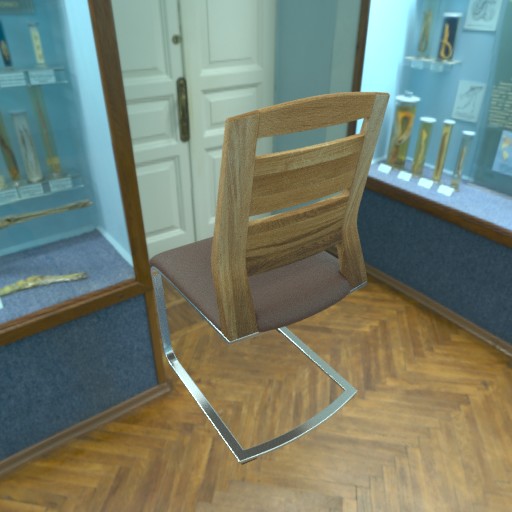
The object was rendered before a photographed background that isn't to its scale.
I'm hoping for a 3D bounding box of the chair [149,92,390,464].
[{"bbox_3d":[0.000,0.000,1.284,0.460,0.970,0.570,-19,36,-29],"label":"chair"}]
